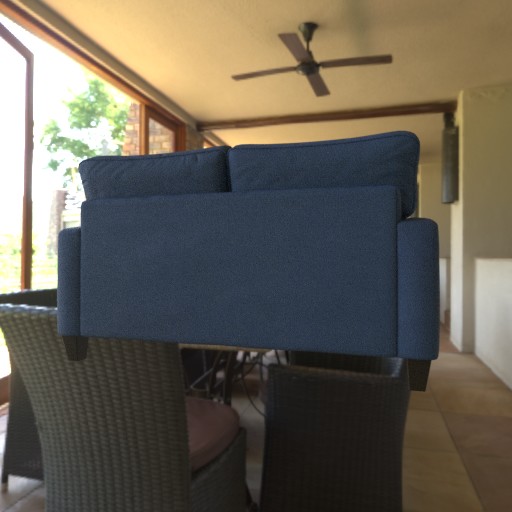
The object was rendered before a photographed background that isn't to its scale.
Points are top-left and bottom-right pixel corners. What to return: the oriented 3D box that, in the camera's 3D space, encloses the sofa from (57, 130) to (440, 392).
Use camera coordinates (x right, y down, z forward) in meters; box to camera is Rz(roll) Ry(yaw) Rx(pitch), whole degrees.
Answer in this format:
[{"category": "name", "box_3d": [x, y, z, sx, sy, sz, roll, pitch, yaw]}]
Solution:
[{"category": "sofa", "box_3d": [0.000, 0.000, 2.222, 1.651, 0.965, 0.965, 0, 0, 18]}]
